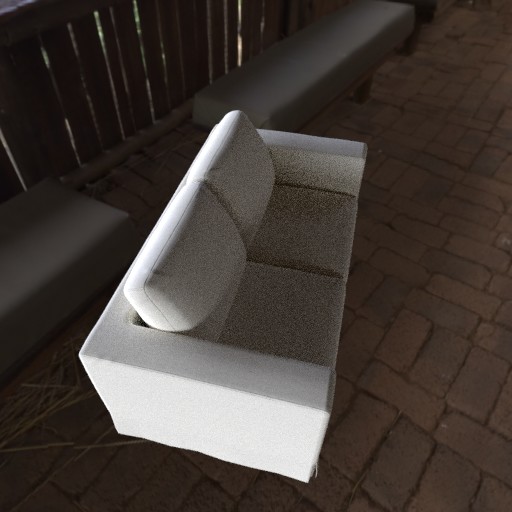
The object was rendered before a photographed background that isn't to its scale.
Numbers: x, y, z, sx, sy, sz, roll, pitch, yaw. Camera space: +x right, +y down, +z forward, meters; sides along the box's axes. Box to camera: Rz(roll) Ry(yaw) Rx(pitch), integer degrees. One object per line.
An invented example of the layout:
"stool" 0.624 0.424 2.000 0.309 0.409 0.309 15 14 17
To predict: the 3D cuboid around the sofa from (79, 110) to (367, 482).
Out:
"sofa" 0.000 0.000 2.381 1.009 0.932 1.813 10 47 10
